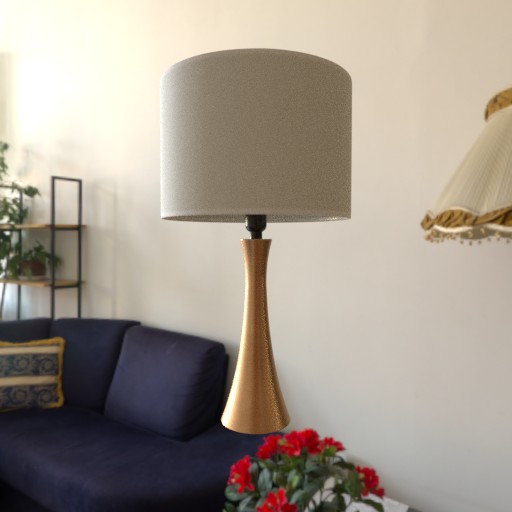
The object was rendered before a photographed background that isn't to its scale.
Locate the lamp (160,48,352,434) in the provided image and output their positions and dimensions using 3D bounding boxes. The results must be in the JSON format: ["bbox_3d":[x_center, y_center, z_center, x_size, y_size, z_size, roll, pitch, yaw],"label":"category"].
[{"bbox_3d":[0.000,0.000,0.641,0.268,0.479,0.268,0,2,0],"label":"lamp"}]
